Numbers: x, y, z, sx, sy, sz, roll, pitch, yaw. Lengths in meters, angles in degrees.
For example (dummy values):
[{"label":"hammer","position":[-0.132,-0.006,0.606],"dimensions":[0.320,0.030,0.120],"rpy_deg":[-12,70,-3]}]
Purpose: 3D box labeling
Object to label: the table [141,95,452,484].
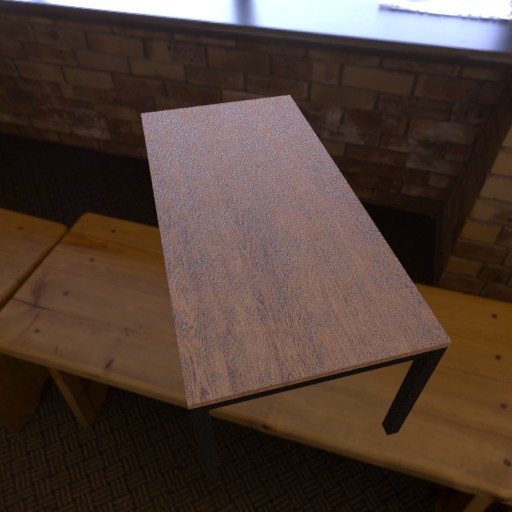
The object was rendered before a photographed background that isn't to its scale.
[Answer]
[{"label":"table","position":[0.000,0.000,2.293],"dimensions":[0.893,0.767,1.805],"rpy_deg":[-11,47,-10]}]
